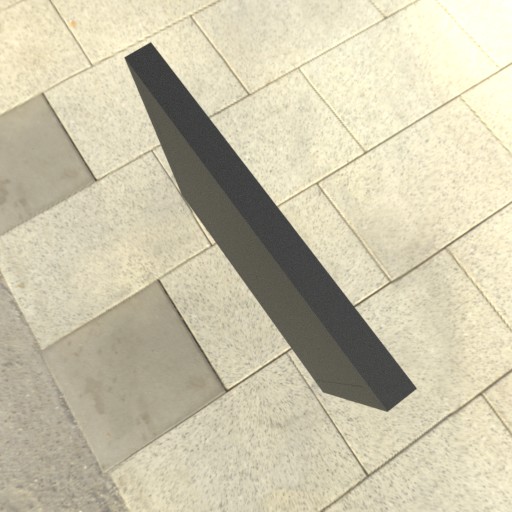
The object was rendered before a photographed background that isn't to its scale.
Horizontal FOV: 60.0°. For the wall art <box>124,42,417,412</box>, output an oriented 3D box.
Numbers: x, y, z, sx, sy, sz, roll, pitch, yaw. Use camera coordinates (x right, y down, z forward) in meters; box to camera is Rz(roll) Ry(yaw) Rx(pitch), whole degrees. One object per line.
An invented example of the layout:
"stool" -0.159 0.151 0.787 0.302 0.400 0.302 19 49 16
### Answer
"wall art" 0.000 0.000 0.533 0.029 0.330 0.381 -34 78 -8
